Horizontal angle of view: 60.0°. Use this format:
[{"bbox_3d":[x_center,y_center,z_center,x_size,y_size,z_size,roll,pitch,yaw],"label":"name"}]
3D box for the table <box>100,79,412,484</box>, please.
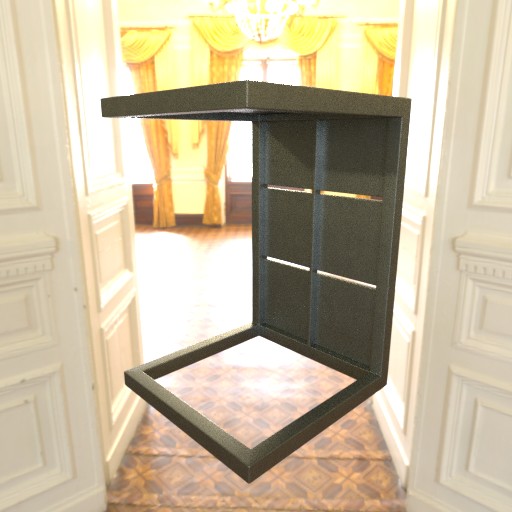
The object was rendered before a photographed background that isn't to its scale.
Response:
[{"bbox_3d":[0.000,0.000,0.906,0.420,0.609,0.405,-14,21,-42],"label":"table"}]
